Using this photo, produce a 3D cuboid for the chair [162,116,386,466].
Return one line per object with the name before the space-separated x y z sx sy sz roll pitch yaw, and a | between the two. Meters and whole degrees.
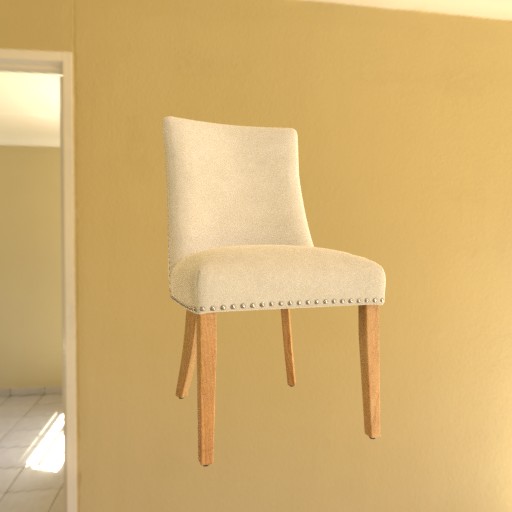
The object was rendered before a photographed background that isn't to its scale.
chair | 0.000 0.000 1.290 0.495 0.902 0.610 0 1 -19
